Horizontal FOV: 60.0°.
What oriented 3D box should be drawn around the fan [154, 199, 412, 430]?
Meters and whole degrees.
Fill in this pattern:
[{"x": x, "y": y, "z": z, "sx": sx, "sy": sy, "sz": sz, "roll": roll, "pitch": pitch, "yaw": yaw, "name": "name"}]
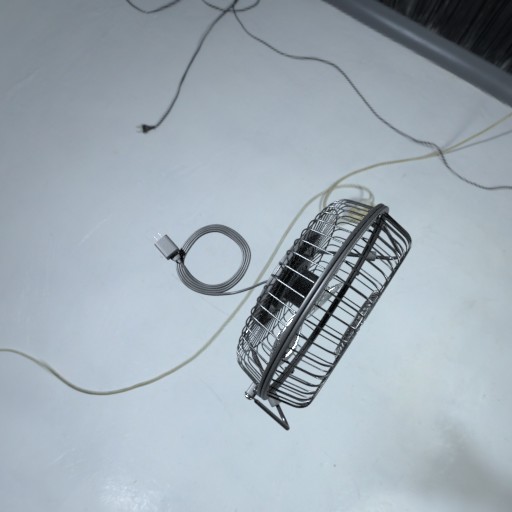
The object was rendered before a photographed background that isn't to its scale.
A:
[{"x": 0.000, "y": 0.000, "z": 0.378, "sx": 0.227, "sy": 0.188, "sz": 0.209, "roll": 35, "pitch": 78, "yaw": 8, "name": "fan"}]
